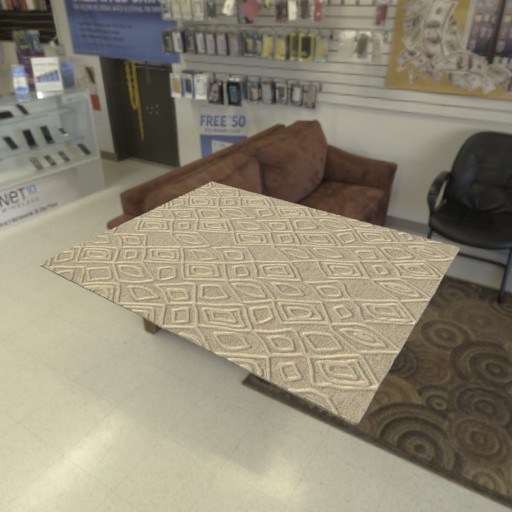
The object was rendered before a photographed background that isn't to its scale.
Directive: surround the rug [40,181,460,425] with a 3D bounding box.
[{"bbox_3d":[0.000,0.000,4.087,3.049,0.025,2.449,19,36,29],"label":"rug"}]
